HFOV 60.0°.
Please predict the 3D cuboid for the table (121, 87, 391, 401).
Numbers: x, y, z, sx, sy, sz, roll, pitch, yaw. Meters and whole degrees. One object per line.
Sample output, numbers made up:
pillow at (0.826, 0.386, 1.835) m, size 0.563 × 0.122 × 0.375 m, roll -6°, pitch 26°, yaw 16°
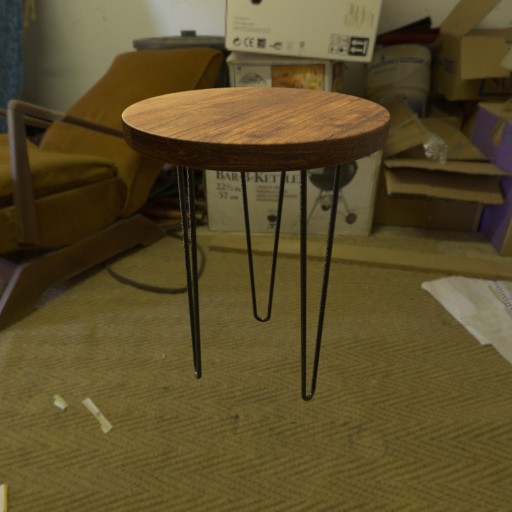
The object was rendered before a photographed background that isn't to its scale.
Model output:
table at (0.000, 0.000, 0.806) m, size 0.400 × 0.520 × 0.400 m, roll 0°, pitch 30°, yaw 0°
